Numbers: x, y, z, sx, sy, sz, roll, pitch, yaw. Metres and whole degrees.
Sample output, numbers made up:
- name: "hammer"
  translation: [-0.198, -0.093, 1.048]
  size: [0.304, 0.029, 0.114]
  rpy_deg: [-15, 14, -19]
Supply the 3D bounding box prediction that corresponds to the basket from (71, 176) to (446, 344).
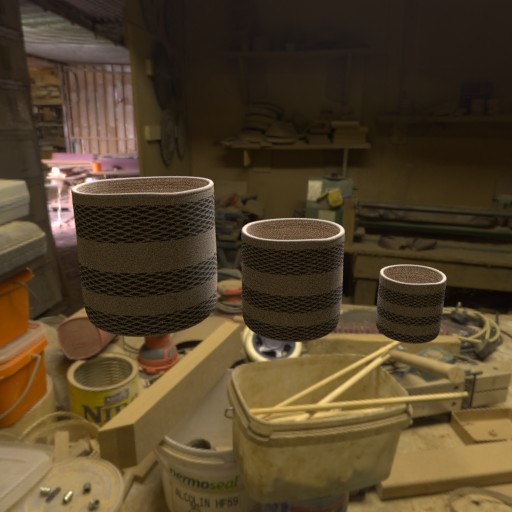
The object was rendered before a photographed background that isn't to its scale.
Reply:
- name: "basket"
  translation: [0.000, 0.000, 1.120]
  size: [0.917, 0.356, 0.351]
  rpy_deg: [3, 17, 9]
